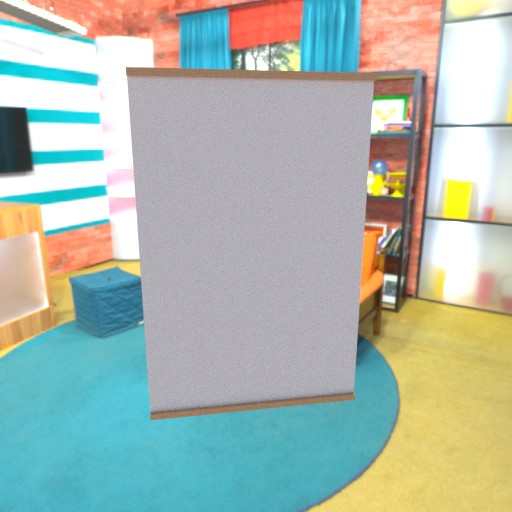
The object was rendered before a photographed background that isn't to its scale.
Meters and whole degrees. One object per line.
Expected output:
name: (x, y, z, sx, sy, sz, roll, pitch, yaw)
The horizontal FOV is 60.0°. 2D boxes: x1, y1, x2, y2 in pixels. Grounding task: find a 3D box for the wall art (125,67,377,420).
wall art: (0.000, 0.000, 0.786, 0.401, 0.611, 0.016, -3, 15, -9)
